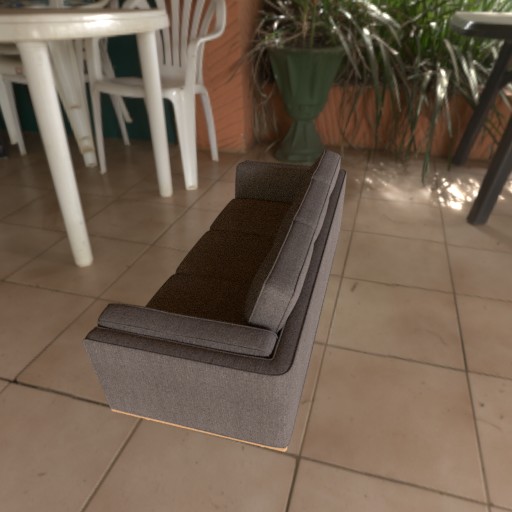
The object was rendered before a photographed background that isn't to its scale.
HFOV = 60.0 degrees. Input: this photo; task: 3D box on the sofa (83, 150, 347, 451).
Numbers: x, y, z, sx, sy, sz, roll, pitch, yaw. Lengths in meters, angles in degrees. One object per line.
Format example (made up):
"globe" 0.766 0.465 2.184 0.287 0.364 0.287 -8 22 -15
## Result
"sofa" 0.000 0.000 2.810 0.903 0.899 2.362 8 31 13
